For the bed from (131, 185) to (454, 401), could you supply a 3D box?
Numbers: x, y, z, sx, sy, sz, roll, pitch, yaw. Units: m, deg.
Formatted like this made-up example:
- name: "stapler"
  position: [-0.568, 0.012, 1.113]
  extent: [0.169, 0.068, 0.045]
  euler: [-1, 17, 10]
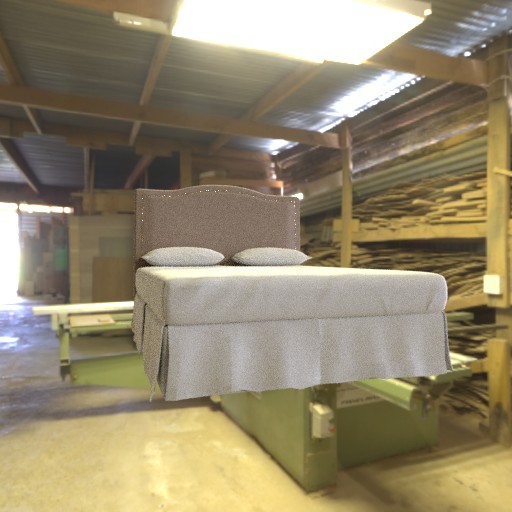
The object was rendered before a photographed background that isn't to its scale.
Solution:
- name: "bed"
  position: [0.000, 0.000, 3.461]
  extent: [1.821, 1.436, 2.282]
  euler: [0, 0, -19]
